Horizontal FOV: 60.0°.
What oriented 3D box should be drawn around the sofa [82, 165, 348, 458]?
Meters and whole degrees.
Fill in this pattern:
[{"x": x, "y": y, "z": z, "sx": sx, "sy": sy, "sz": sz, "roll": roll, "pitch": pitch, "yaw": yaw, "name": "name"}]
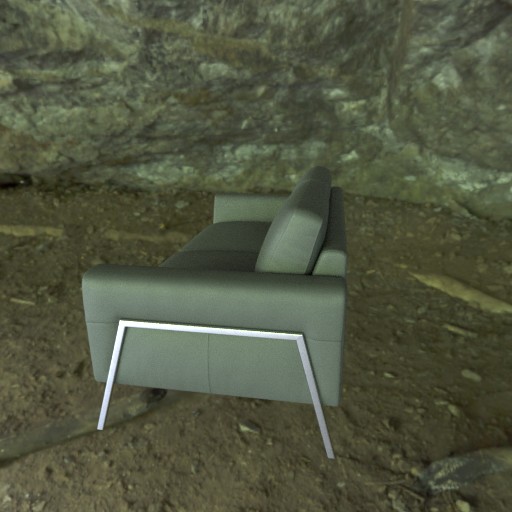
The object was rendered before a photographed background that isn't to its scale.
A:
[{"x": 0.000, "y": 0.000, "z": 2.493, "sx": 0.953, "sy": 0.875, "sz": 2.017, "roll": 3, "pitch": 17, "yaw": 10, "name": "sofa"}]
